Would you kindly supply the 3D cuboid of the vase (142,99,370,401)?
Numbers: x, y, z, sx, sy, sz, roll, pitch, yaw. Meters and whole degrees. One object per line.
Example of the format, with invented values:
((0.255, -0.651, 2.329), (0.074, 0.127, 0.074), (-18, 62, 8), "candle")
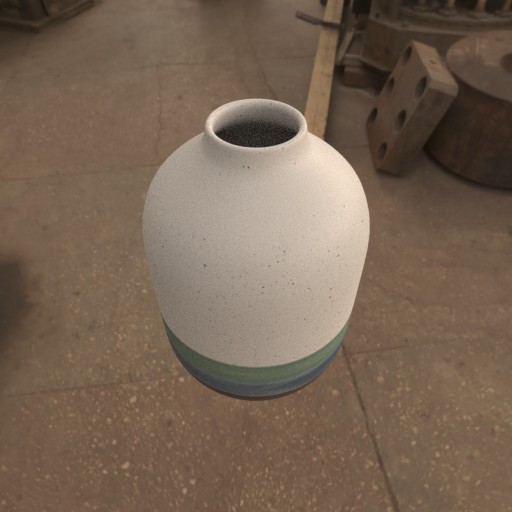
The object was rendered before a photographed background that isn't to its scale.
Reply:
((0.000, 0.000, 0.362), (0.169, 0.240, 0.169), (0, 46, 0), "vase")
